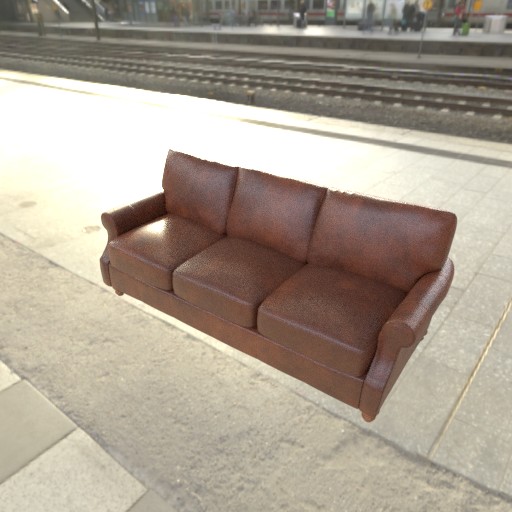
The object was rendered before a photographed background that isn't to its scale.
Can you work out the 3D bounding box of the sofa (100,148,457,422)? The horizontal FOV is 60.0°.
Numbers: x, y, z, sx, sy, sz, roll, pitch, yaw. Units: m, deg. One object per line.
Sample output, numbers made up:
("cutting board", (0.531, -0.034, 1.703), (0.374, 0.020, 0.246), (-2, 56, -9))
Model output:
("sofa", (0.000, 0.000, 2.950), (2.351, 0.977, 0.973), (19, 34, 31))
